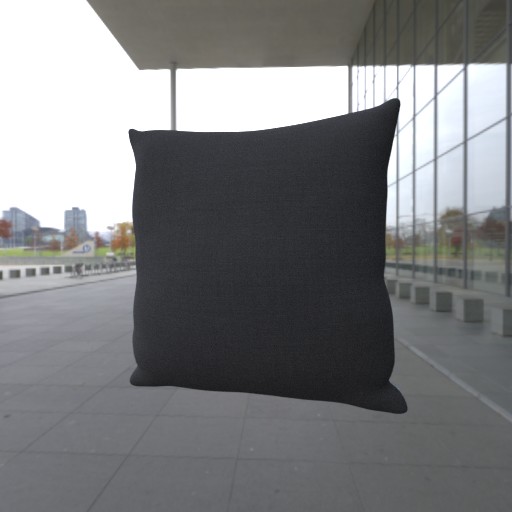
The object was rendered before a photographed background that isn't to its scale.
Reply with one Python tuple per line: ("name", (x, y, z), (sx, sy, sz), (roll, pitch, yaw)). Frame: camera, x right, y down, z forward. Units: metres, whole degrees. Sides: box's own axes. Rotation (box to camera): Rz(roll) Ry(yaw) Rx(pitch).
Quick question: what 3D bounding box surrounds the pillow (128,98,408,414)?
("pillow", (0.000, 0.000, 0.774), (0.503, 0.496, 0.208), (0, 1, 18))
